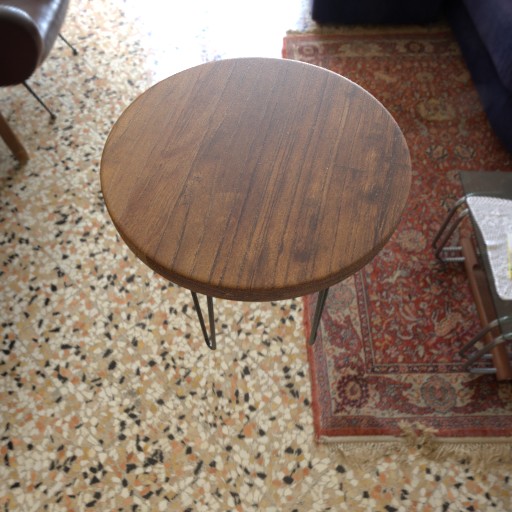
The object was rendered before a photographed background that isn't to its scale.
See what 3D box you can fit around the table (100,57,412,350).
[{"bbox_3d":[0.000,0.000,0.795,0.400,0.520,0.400,0,59,0],"label":"table"}]
